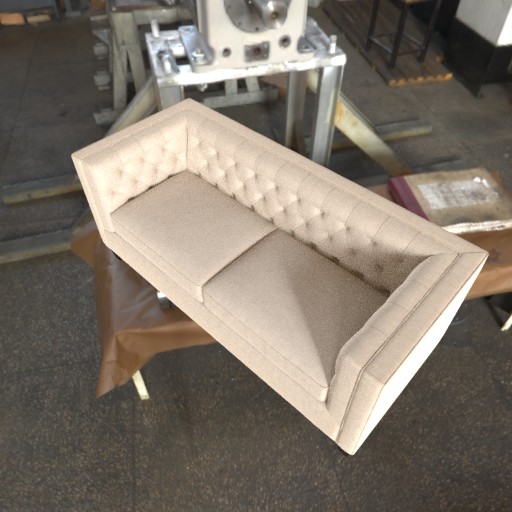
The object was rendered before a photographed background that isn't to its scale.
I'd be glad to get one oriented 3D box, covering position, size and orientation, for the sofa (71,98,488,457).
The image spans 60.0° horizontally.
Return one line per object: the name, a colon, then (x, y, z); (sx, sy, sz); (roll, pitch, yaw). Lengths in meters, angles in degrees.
sofa: (0.000, 0.000, 2.217); (1.778, 0.762, 0.775); (35, 56, 27)
